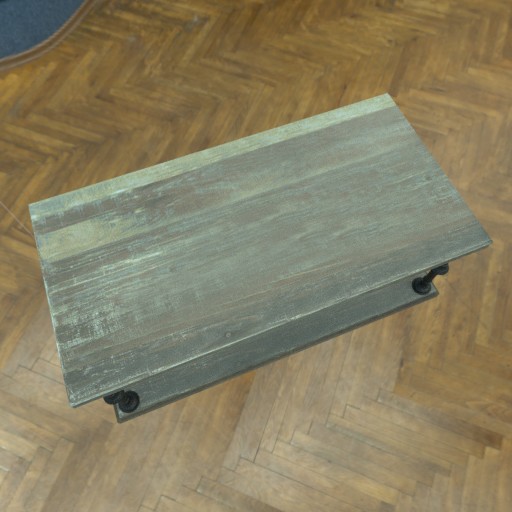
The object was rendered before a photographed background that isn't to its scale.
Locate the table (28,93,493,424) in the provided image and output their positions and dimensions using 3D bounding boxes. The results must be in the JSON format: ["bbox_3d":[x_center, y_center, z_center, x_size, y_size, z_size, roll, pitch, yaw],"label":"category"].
[{"bbox_3d":[0.000,0.000,1.338,1.088,0.399,0.554,-20,66,-9],"label":"table"}]
